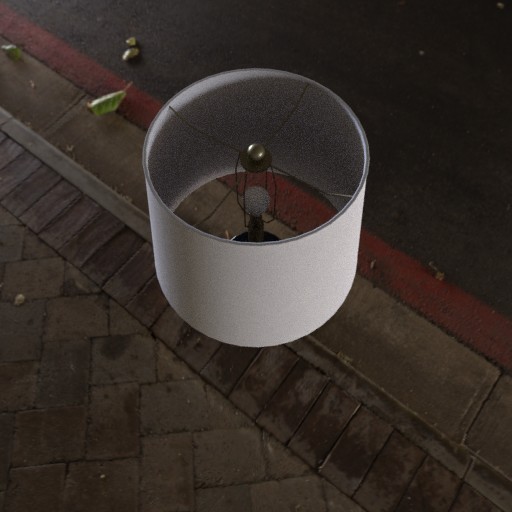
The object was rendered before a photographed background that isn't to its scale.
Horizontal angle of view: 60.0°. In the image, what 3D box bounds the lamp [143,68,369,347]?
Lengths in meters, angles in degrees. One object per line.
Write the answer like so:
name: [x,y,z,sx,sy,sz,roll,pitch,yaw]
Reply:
lamp: [0.000,0.000,0.547,0.239,0.399,0.239,0,63,0]
